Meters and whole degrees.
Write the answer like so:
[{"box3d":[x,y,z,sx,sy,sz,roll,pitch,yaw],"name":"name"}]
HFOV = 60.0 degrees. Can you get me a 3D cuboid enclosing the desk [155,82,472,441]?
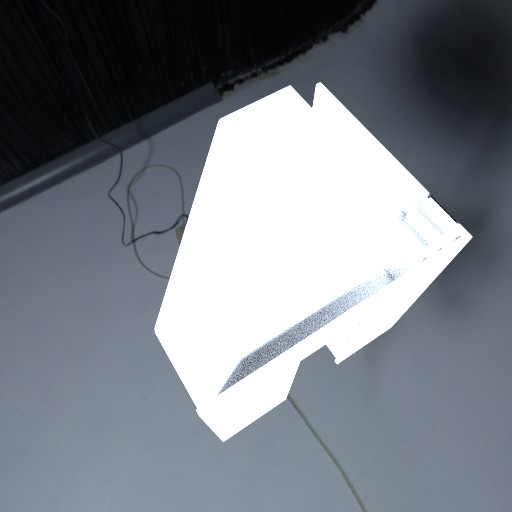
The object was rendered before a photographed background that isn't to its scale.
[{"box3d":[0.000,0.000,1.760,0.940,0.986,0.940,-30,67,-14],"name":"desk"}]
